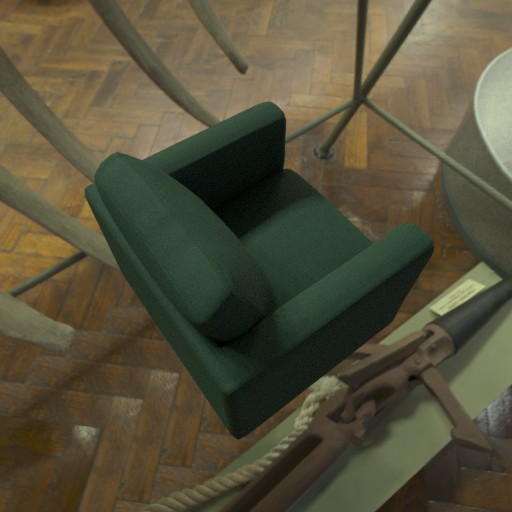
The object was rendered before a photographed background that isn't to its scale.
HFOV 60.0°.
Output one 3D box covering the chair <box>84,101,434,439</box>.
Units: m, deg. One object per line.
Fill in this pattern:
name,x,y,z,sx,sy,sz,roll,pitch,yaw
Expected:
chair,0.000,0.000,1.583,0.800,0.927,0.855,-32,63,-19
